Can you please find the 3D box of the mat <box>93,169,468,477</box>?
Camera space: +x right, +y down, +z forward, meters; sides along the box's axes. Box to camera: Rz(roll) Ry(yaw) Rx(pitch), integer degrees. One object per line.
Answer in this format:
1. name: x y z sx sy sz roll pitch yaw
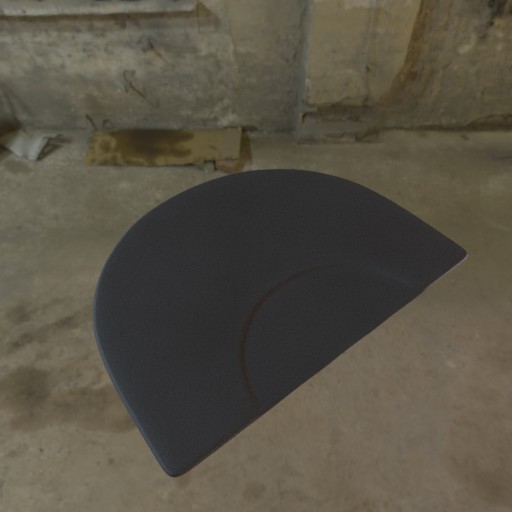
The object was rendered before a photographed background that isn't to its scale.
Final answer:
1. mat: 0.000 0.000 1.553 1.220 0.016 0.917 -30 55 -24
